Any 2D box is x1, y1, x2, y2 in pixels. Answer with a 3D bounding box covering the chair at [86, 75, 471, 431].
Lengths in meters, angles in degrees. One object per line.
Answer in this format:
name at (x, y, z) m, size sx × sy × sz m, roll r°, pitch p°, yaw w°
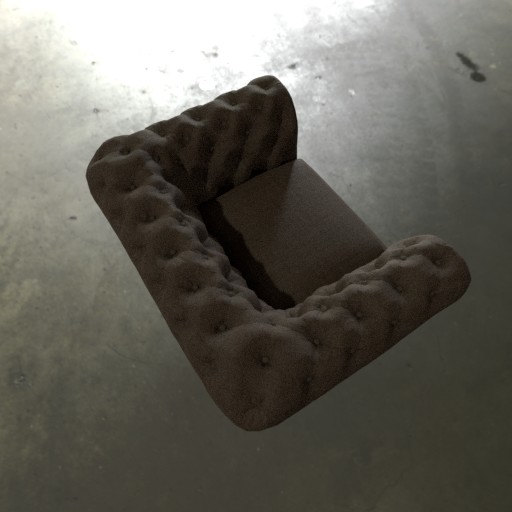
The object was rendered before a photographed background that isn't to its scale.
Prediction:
chair at (0.000, 0.000, 1.888) m, size 0.945 × 0.780 × 1.298 m, roll -29°, pitch 63°, yaw -16°
